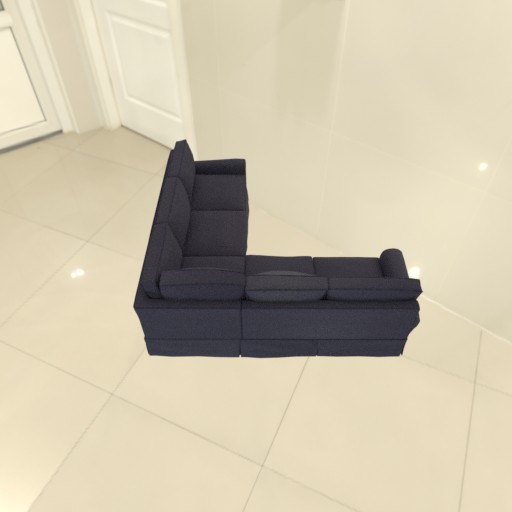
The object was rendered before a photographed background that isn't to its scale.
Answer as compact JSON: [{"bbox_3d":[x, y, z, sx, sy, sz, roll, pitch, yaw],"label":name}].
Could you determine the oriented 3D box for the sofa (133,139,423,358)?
[{"bbox_3d":[0.000,0.000,5.099,3.773,1.169,2.874,24,51,21],"label":"sofa"}]
